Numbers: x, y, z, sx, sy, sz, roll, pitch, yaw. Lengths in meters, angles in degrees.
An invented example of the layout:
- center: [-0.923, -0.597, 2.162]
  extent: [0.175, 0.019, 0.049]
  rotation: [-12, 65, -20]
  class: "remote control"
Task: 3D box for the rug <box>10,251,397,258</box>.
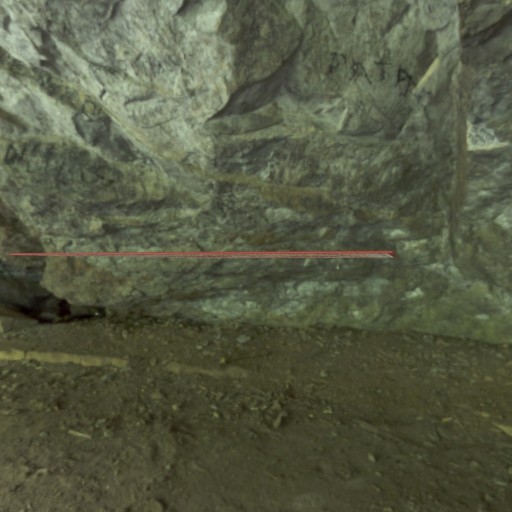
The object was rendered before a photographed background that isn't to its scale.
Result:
- center: [0.000, 0.000, 3.967]
  extent: [2.387, 0.013, 3.053]
  rotation: [0, -1, 18]
  class: "rug"
